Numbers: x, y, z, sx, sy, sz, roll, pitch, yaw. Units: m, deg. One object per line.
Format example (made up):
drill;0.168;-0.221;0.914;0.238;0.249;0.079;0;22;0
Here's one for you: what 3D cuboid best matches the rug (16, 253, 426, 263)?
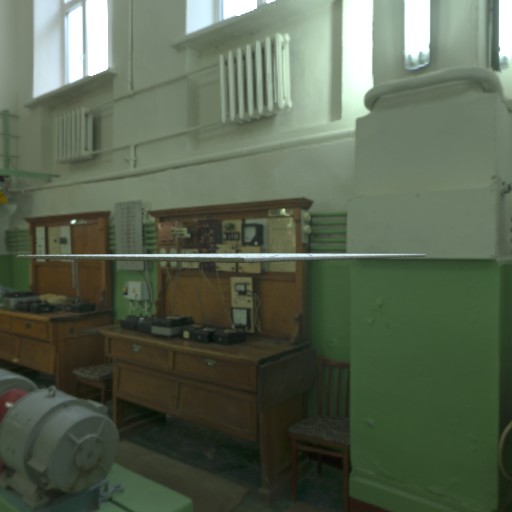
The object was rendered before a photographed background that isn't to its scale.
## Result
rug;0.000;0.000;2.286;1.222;0.015;1.828;0;1;36
